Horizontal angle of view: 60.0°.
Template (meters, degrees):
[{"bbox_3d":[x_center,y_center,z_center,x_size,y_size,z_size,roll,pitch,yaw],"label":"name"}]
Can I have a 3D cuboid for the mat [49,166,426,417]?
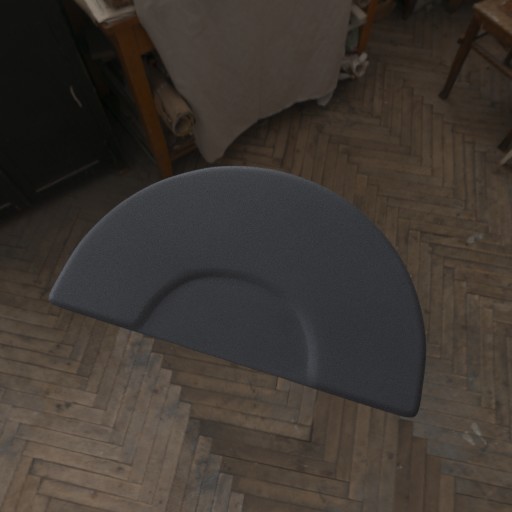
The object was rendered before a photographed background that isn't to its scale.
[{"bbox_3d":[0.000,0.000,1.895,1.525,0.022,0.917,16,66,7],"label":"mat"}]
